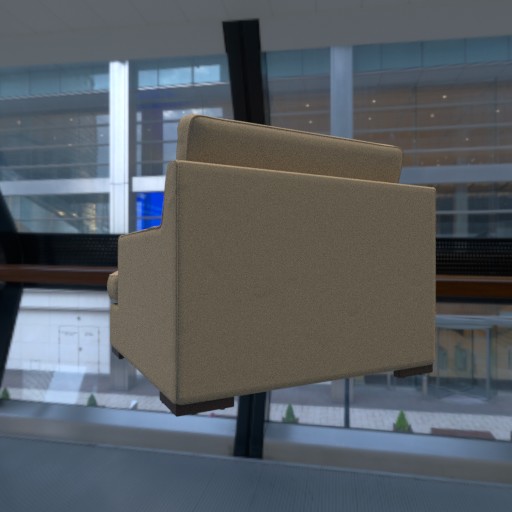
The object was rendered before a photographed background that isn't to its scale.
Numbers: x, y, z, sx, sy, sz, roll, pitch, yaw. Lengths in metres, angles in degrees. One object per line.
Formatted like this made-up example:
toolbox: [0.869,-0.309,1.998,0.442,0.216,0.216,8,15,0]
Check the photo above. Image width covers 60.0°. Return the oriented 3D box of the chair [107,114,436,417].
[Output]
chair: [0.000,0.000,2.118,1.293,1.005,1.274,0,0,-36]
